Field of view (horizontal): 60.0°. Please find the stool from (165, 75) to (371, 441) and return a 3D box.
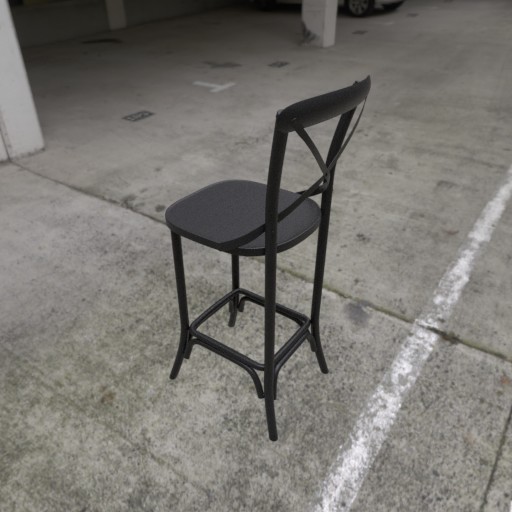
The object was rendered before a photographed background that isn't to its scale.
[{"bbox_3d":[0.000,0.000,1.501,0.584,1.168,0.457,21,38,29],"label":"stool"}]
